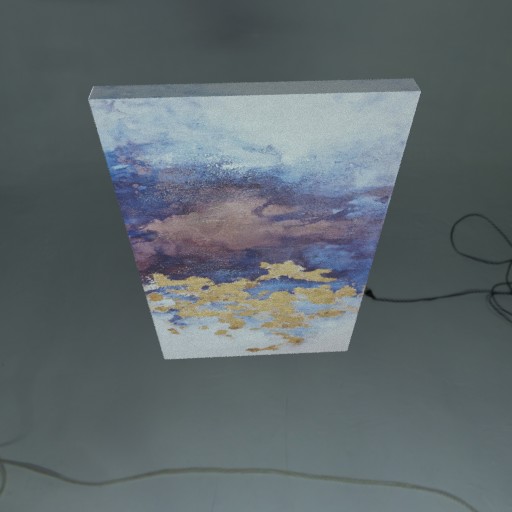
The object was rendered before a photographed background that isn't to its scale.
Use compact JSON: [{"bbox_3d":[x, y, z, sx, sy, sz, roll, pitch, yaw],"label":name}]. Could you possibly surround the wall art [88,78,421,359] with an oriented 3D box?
[{"bbox_3d":[0.000,0.000,1.110,0.583,0.874,0.048,-2,47,-2],"label":"wall art"}]
